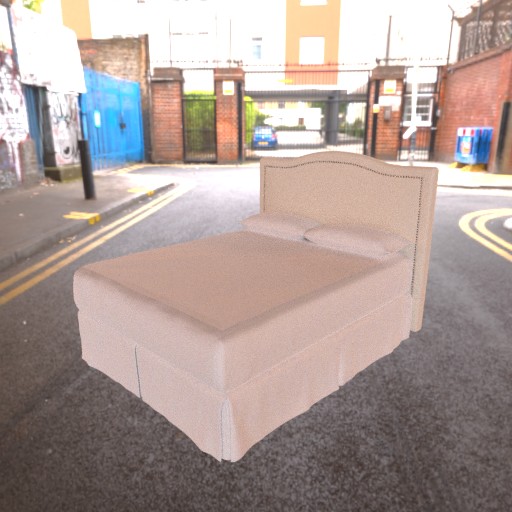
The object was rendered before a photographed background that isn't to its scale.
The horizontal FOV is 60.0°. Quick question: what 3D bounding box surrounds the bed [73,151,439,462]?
[{"bbox_3d":[0.000,0.000,3.299,1.753,1.460,2.143,15,22,42],"label":"bed"}]
